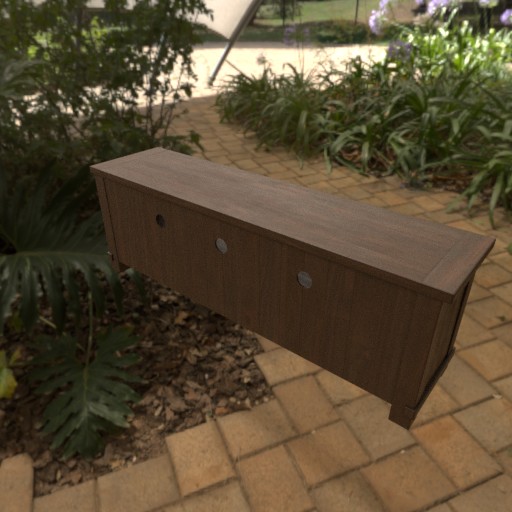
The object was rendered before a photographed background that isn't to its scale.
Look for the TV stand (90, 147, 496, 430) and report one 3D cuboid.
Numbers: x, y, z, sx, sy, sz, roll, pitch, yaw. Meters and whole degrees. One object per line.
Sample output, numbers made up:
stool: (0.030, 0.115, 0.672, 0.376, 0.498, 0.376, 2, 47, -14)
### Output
TV stand: (0.000, 0.000, 2.108, 1.866, 0.615, 0.471, 22, 36, 33)
